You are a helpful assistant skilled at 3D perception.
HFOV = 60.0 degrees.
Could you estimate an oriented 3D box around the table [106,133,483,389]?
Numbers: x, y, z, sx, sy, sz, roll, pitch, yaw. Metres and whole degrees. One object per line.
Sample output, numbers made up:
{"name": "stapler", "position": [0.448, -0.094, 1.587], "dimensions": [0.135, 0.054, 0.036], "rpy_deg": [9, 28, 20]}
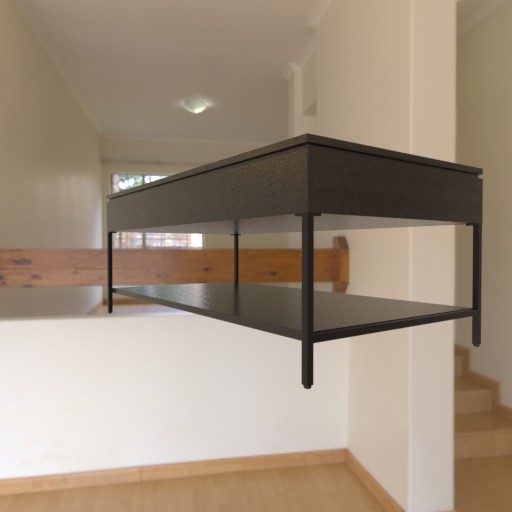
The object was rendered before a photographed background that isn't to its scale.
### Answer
{"name": "table", "position": [0.000, 0.000, 1.359], "dimensions": [0.574, 0.435, 1.095], "rpy_deg": [-1, 1, -36]}
